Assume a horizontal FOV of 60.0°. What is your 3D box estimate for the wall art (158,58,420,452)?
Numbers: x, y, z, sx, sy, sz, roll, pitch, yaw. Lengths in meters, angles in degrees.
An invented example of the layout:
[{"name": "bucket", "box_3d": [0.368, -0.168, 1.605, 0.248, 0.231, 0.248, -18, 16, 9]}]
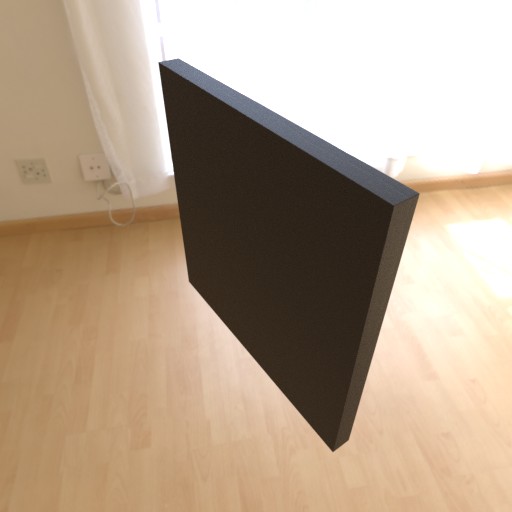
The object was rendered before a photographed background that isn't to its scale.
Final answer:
[{"name": "wall art", "box_3d": [0.000, 0.000, 0.751, 0.038, 0.507, 0.507, -25, 47, -26]}]
